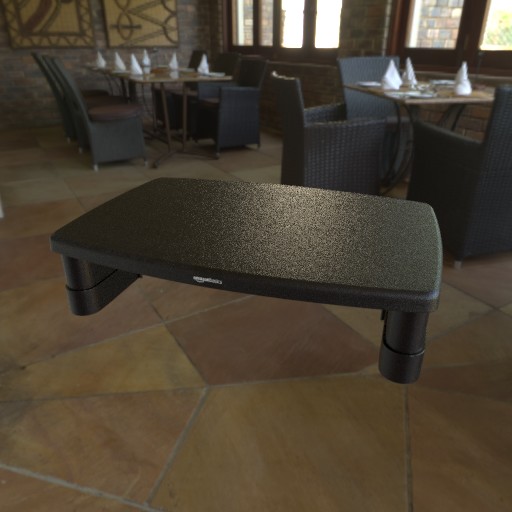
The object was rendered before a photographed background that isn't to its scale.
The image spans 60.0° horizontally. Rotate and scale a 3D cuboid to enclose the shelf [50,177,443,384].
[{"bbox_3d":[0.000,0.000,0.538,0.410,0.100,0.280,8,27,17],"label":"shelf"}]
